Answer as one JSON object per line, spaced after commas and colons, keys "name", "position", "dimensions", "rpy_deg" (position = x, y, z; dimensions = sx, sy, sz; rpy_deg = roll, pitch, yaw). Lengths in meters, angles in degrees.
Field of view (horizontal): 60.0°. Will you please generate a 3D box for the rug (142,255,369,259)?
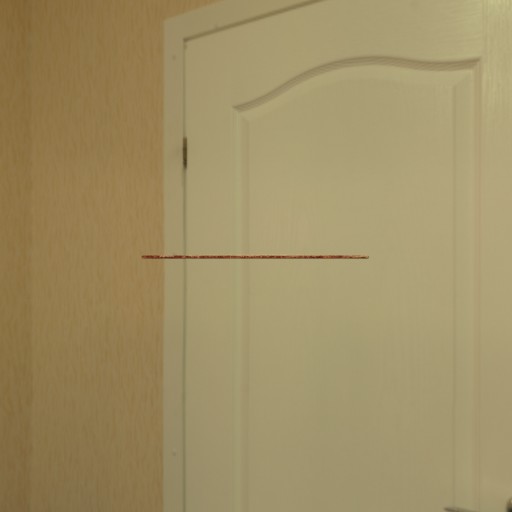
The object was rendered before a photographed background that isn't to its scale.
{"name": "rug", "position": [0.000, 0.000, 2.671], "dimensions": [0.750, 0.011, 2.435], "rpy_deg": [0, 0, 0]}
